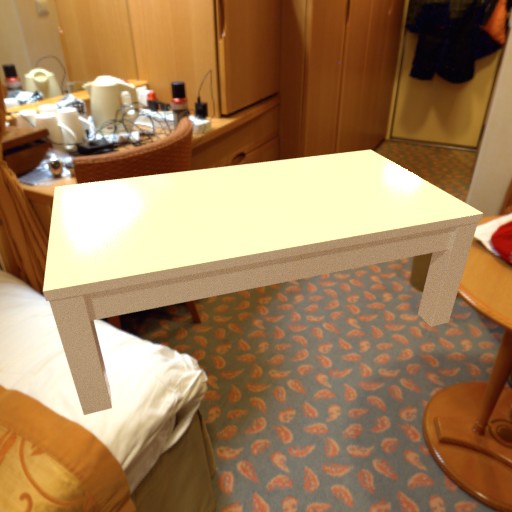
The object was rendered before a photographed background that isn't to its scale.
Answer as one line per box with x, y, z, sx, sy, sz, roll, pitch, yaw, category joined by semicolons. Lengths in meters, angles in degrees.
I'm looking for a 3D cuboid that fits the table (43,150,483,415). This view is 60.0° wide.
0.000;0.000;1.684;1.350;0.470;0.700;-10;33;-16;table
